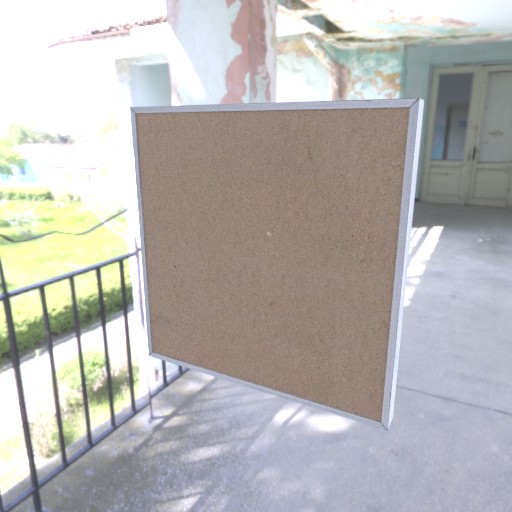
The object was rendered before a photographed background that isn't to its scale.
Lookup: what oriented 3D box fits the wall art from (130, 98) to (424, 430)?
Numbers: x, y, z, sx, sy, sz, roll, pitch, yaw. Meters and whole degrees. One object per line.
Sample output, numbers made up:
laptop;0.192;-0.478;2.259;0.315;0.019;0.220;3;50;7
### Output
wall art;0.000;0.000;0.782;0.508;0.508;0.038;9;18;28
